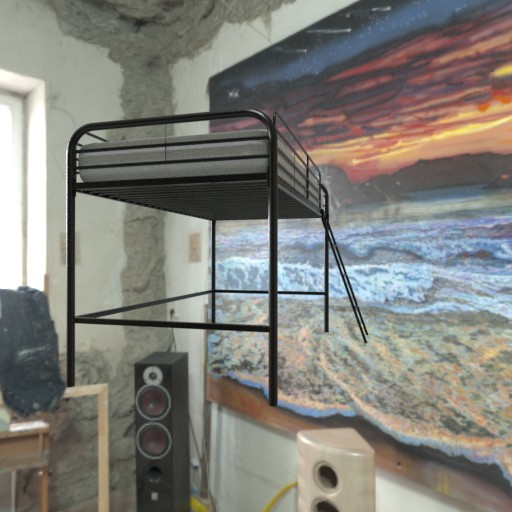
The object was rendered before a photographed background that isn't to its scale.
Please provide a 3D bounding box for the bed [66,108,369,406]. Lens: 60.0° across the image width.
[{"bbox_3d":[0.000,0.000,2.927,1.393,1.289,1.968,0,0,16],"label":"bed"}]
